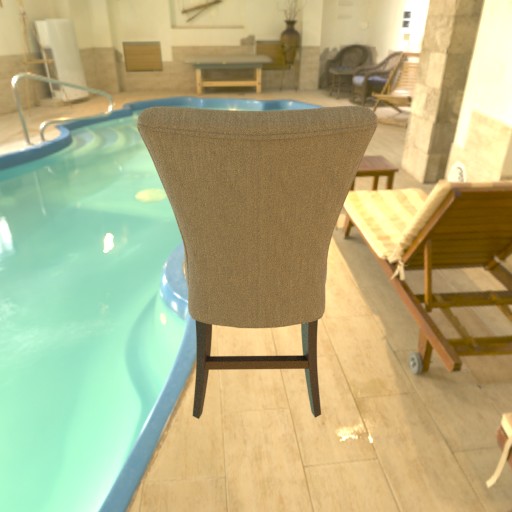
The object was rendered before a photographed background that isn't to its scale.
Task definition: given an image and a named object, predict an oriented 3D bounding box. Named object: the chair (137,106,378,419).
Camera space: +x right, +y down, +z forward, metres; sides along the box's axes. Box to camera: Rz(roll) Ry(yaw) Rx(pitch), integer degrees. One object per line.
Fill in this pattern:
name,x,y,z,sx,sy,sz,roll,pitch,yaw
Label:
chair,0.000,0.000,1.398,0.520,0.991,0.660,0,29,-1
